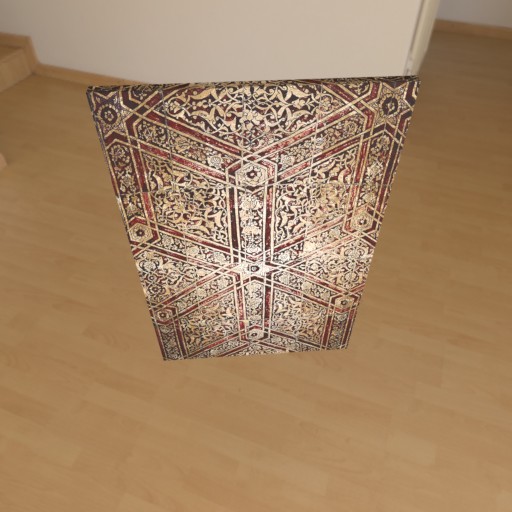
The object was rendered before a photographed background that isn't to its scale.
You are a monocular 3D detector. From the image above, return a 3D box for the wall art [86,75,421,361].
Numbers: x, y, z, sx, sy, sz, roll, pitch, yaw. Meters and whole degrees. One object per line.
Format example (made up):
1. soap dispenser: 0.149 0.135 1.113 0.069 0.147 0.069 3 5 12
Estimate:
1. wall art: 0.000 0.000 0.747 0.397 0.599 0.020 -3 47 -3
